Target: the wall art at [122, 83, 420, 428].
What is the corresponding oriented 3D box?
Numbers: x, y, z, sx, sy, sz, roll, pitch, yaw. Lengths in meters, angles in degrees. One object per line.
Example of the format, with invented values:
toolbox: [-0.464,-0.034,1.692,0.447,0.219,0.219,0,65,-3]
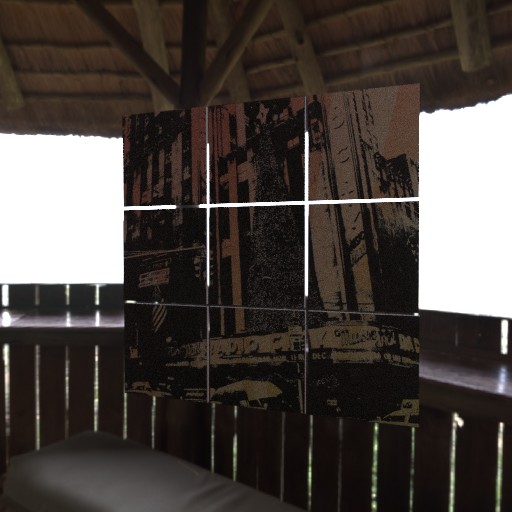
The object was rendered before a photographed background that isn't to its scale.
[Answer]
wall art: [0.000,0.000,2.199,1.527,1.521,0.017,0,1,18]
